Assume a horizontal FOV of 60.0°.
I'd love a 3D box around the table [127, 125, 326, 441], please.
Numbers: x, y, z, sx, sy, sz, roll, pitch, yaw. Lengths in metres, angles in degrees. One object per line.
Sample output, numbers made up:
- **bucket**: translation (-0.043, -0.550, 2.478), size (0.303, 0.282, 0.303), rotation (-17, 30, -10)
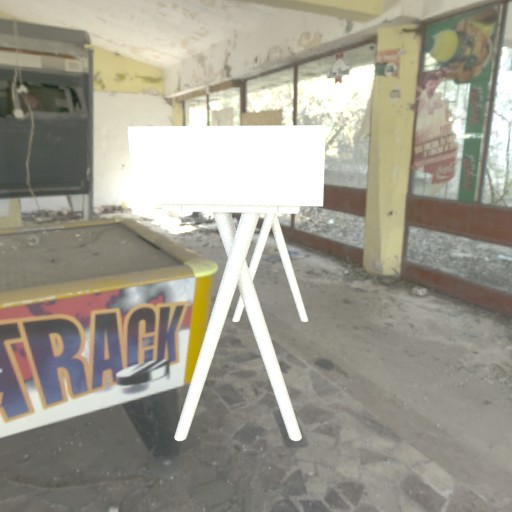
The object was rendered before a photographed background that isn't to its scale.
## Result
- **table**: translation (0.000, 0.000, 1.478), size (0.418, 0.785, 1.066), rotation (2, 14, 7)
